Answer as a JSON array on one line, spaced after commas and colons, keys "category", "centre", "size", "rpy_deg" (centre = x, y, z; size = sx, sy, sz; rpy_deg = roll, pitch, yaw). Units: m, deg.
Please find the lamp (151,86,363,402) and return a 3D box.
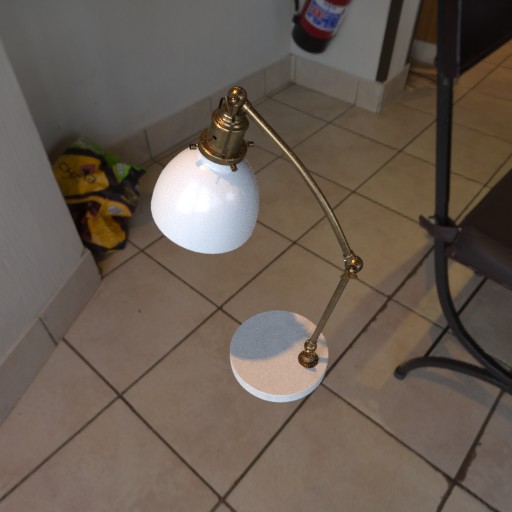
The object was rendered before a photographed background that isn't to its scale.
[{"category": "lamp", "centre": [0.000, 0.000, 0.679], "size": [0.317, 0.522, 0.186], "rpy_deg": [17, 48, 15]}]
